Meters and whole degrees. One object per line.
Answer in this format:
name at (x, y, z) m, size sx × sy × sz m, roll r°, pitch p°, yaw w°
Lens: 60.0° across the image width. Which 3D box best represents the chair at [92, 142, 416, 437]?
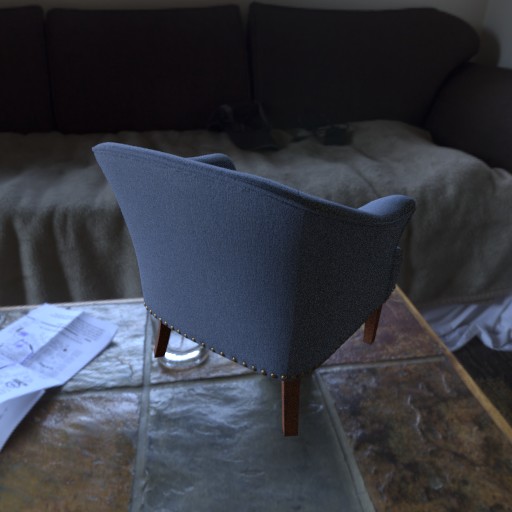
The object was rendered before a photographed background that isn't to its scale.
chair at (0.000, 0.000, 1.400) m, size 0.798 × 0.815 × 0.704 m, roll 21°, pitch 36°, yaw 32°
